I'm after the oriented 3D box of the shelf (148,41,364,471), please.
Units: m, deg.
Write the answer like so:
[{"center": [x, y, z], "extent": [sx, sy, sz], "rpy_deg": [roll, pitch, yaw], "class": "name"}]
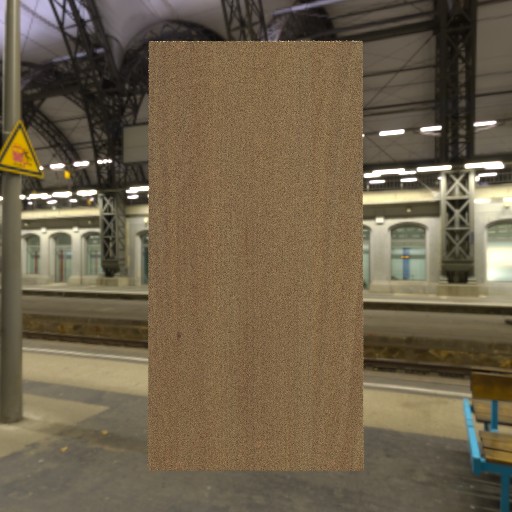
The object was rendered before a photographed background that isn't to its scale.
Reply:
[{"center": [0.000, 0.000, 0.757], "extent": [0.297, 0.594, 0.290], "rpy_deg": [0, -1, 0], "class": "shelf"}]
